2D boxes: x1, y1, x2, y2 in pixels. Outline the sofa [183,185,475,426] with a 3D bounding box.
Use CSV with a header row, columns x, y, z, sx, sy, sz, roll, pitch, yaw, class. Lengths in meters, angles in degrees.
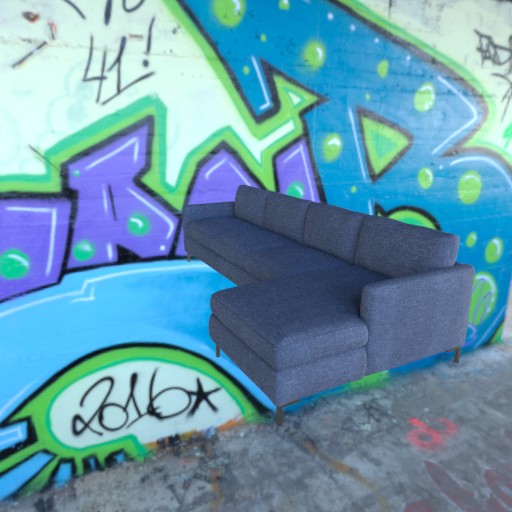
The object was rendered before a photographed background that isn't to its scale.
x,y,z,sx,sy,sz,roll,pitch,yaw,class
0.000,0.000,3.504,1.350,0.810,2.932,-8,18,-27,sofa
